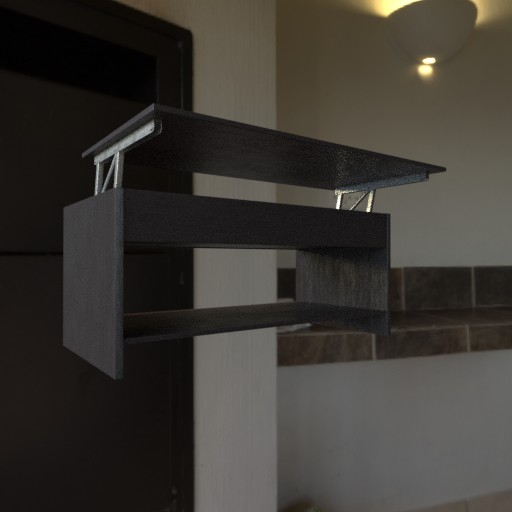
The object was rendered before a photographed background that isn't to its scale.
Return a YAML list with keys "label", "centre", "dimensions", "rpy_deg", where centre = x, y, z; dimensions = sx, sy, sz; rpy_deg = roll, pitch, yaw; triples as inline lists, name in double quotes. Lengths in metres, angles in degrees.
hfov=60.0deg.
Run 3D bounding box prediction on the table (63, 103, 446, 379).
- label: "table"
  centre: [0.000, 0.000, 1.418]
  dimensions: [1.000, 0.570, 0.712]
  rpy_deg: [0, -1, -36]
